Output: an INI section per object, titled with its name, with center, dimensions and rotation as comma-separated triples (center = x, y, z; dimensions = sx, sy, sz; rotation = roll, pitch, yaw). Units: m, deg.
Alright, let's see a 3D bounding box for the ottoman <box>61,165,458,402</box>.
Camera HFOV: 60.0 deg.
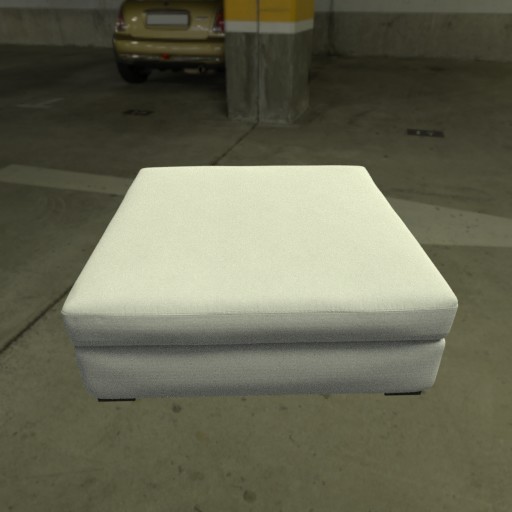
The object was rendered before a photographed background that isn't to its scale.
[ottoman]
center = 0.000, 0.000, 1.811
dimensions = 1.167, 0.482, 1.163
rotation = -1, 31, -1
